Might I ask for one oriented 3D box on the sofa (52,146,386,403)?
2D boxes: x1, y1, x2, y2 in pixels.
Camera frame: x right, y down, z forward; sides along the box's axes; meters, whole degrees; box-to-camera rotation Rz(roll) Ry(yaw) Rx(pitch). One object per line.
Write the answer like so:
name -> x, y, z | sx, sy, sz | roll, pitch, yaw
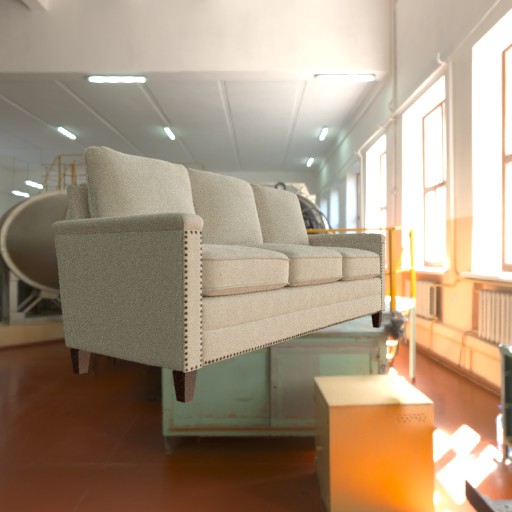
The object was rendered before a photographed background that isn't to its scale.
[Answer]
sofa -> 0.000, 0.000, 2.426 | 0.828, 0.961, 1.925 | 0, 0, 35
